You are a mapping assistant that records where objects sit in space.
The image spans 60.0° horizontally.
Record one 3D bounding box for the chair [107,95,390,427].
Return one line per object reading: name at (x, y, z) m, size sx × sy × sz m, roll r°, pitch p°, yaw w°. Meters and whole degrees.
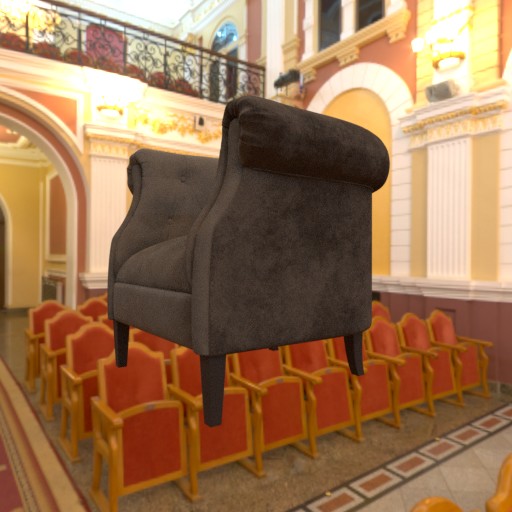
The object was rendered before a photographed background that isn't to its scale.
chair at (0.000, 0.000, 1.588) m, size 0.851 × 0.826 × 0.904 m, roll 0°, pitch 0°, yaw -35°
